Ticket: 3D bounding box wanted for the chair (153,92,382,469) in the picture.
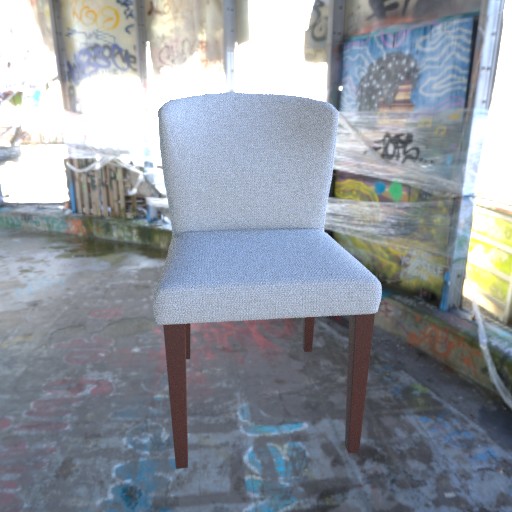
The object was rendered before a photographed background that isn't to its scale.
[{"bbox_3d":[0.000,0.000,1.167,0.491,0.839,0.589,-2,17,-7],"label":"chair"}]
